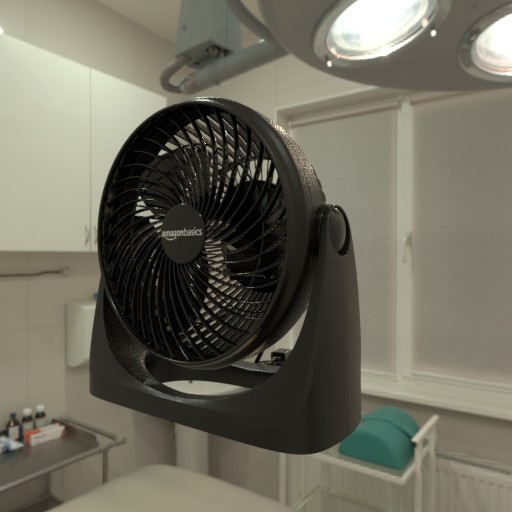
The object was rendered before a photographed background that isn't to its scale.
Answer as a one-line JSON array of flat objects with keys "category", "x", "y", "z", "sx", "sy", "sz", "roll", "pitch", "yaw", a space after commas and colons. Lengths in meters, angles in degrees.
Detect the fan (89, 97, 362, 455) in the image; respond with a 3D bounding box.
[{"category": "fan", "x": 0.000, "y": 0.000, "z": 0.475, "sx": 0.273, "sy": 0.277, "sz": 0.256, "roll": 0, "pitch": 0, "yaw": 35}]
